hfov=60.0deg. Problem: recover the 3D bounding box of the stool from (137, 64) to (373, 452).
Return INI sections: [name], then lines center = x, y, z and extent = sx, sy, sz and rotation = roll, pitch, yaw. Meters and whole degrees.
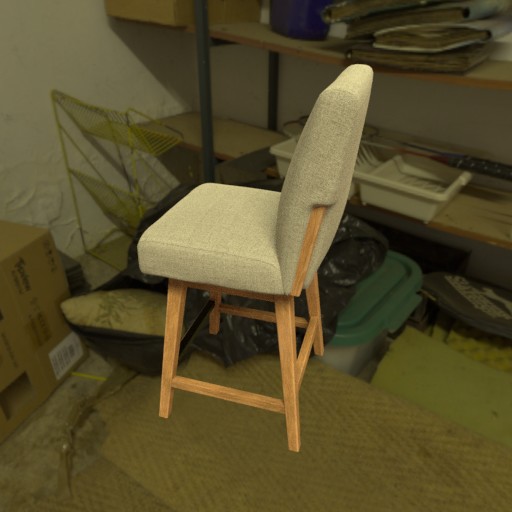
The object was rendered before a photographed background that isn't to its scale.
[stool]
center = 0.000, 0.000, 1.290
extent = 0.526, 1.010, 0.459
rotation = 8, 31, 15
